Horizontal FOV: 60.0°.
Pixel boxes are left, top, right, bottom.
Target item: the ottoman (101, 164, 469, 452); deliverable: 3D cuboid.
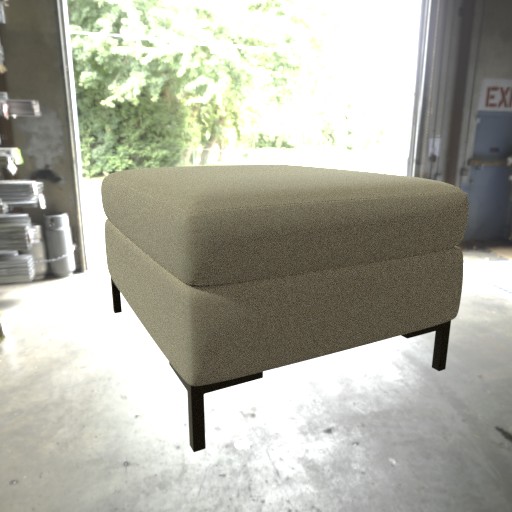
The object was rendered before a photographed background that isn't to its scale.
[{"bbox_3d":[0.000,0.000,1.159,0.657,0.453,0.794,-7,16,-27],"label":"ottoman"}]
